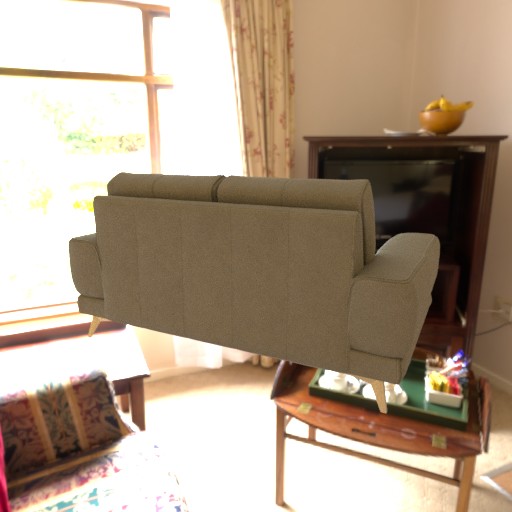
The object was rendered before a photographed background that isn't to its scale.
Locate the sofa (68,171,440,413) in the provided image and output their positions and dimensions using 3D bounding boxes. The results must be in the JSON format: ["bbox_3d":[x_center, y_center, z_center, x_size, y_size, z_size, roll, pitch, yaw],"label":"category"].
[{"bbox_3d":[0.000,0.000,2.421,1.806,0.907,1.018,7,15,26],"label":"sofa"}]
